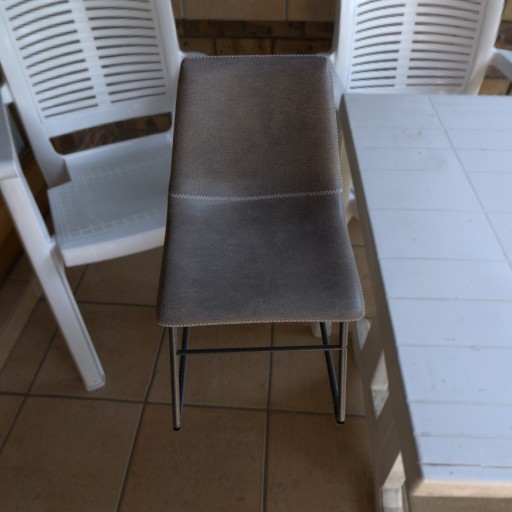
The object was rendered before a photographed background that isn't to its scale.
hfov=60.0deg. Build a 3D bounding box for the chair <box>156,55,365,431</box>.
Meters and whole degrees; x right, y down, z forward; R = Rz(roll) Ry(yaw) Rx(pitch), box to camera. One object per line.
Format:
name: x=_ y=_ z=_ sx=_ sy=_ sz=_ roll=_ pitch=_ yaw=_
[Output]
chair: x=0.000 y=0.000 z=1.102 sx=0.460 sy=0.780 sz=0.550 roll=-2 pitch=45 yaw=-2
